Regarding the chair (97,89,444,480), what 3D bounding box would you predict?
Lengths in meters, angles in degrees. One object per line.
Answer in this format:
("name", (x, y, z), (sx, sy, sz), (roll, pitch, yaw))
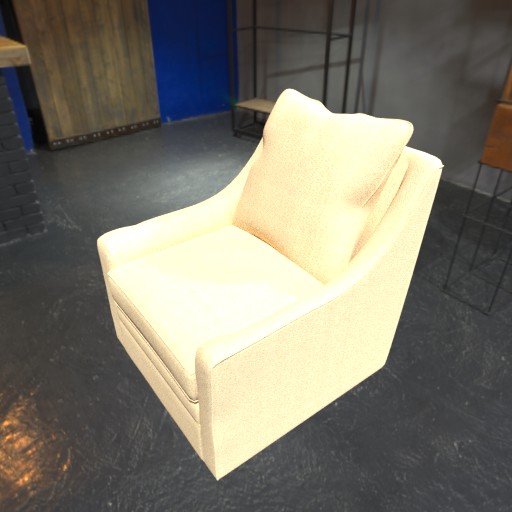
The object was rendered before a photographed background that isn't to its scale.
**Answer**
("chair", (0.000, 0.000, 1.535), (0.876, 0.927, 0.760), (-22, 39, -30))
